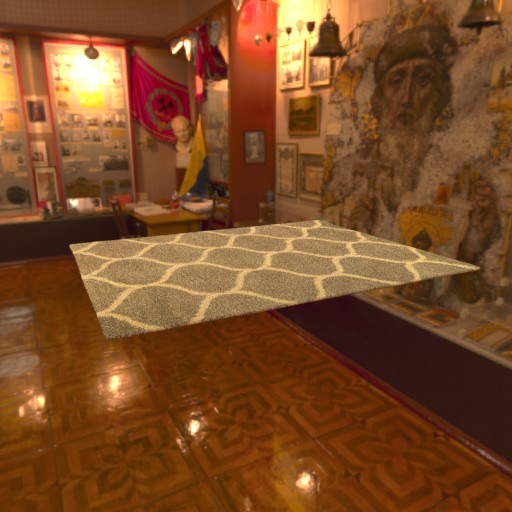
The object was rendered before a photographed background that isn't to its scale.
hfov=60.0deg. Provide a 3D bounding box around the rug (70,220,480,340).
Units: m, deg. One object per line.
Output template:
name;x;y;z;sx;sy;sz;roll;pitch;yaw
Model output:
rug;0.000;0.000;4.063;3.000;0.026;2.399;-7;17;-26
